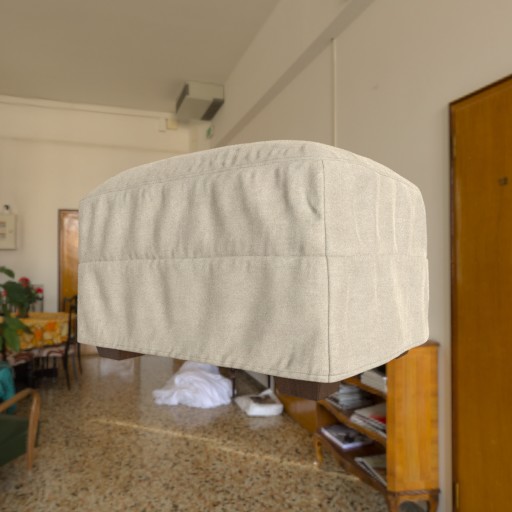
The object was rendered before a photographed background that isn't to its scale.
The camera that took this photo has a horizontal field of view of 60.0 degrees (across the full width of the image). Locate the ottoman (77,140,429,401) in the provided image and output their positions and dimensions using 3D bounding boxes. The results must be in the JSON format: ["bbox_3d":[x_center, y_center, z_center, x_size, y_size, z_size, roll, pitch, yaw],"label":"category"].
[{"bbox_3d":[0.000,0.000,1.073,0.712,0.480,0.584,-1,-1,36],"label":"ottoman"}]
